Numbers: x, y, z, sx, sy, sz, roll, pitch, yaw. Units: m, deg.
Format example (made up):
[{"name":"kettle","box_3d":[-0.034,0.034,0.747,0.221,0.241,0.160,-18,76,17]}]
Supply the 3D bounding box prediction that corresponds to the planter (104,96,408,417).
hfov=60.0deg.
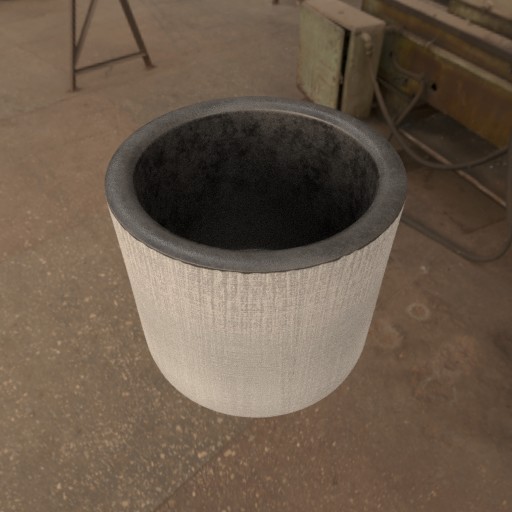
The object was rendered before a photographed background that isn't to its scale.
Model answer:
[{"name":"planter","box_3d":[0.000,0.000,0.223,0.125,0.112,0.125,0,45,0]}]
